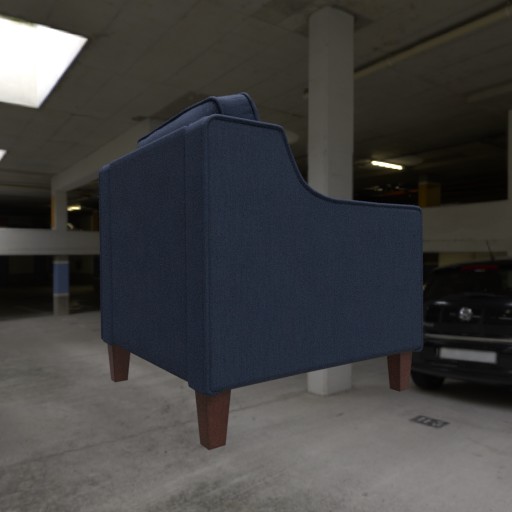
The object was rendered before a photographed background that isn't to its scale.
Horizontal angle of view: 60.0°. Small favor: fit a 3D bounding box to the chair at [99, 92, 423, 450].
[{"bbox_3d":[0.000,0.000,1.654,0.909,0.960,0.831,-1,1,-36],"label":"chair"}]
